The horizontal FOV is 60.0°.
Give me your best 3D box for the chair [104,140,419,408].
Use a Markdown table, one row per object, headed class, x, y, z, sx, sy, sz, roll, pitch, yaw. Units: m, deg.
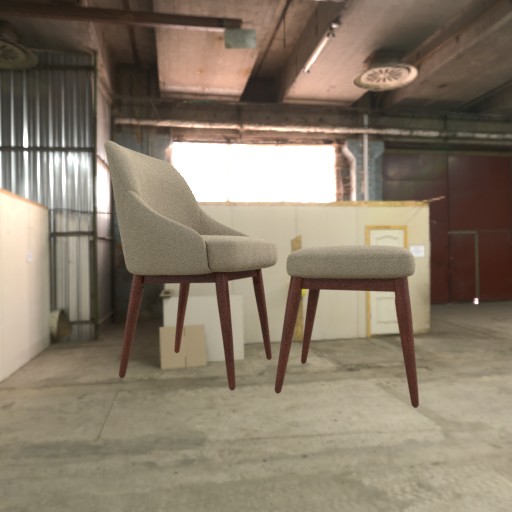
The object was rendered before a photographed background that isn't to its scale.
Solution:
| class | x | y | z | sx | sy | sz | roll | pitch | yaw |
| --- | --- | --- | --- | --- | --- | --- | --- | --- | --- |
| chair | 0.000 | 0.000 | 1.629 | 1.114 | 0.866 | 0.584 | 0 | 1 | 18 |
